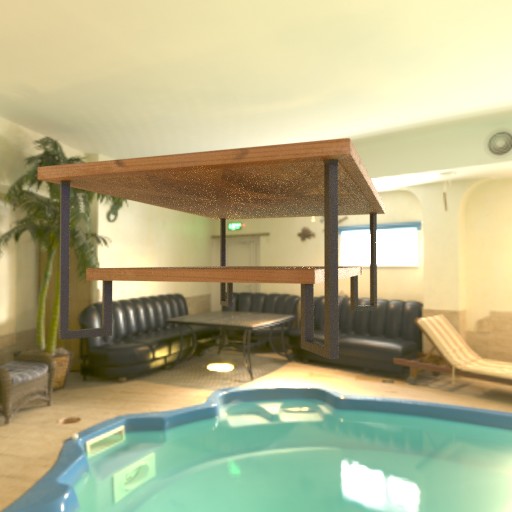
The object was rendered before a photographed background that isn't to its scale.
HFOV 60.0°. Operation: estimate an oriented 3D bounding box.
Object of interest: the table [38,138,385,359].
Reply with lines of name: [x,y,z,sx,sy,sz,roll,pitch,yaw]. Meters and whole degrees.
table: [0.000,0.000,1.688,0.877,0.492,1.238,0,-1,20]
